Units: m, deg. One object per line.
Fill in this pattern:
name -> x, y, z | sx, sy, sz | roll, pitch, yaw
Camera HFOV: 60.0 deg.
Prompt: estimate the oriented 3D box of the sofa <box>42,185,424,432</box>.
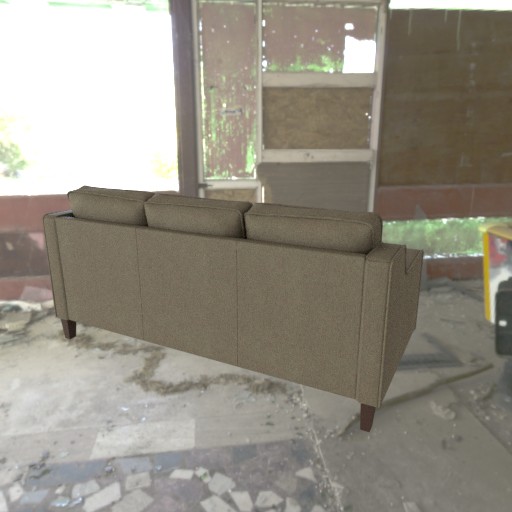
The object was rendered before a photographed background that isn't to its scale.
sofa -> 0.000, 0.000, 3.296 | 2.317, 1.081, 1.858 | 8, 17, 27
